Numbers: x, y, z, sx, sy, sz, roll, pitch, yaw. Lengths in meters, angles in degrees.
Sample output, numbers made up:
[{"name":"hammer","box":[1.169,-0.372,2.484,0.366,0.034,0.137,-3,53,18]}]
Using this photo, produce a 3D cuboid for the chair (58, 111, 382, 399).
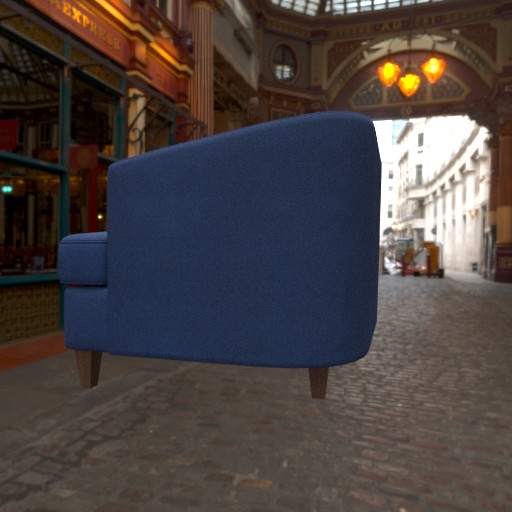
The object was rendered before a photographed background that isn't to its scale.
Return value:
[{"name":"chair","box":[0.000,0.000,1.706,0.914,0.787,1.118,0,1,18]}]
